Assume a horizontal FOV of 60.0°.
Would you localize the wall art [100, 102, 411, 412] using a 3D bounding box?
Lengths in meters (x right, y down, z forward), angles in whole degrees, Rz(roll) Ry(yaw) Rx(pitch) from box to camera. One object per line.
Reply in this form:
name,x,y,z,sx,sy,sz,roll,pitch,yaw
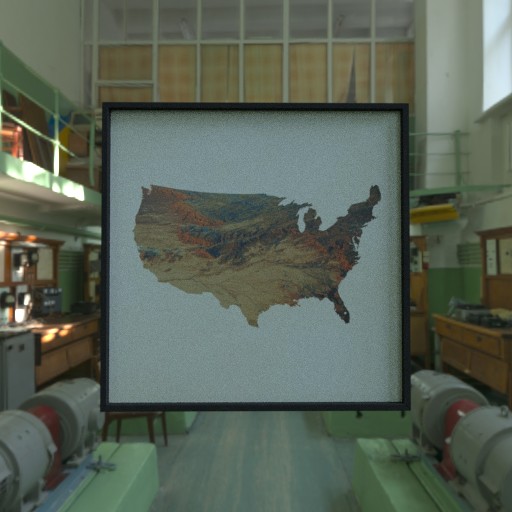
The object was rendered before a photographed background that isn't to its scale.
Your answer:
wall art,0.000,0.000,1.111,0.762,0.762,0.038,0,-1,-1
